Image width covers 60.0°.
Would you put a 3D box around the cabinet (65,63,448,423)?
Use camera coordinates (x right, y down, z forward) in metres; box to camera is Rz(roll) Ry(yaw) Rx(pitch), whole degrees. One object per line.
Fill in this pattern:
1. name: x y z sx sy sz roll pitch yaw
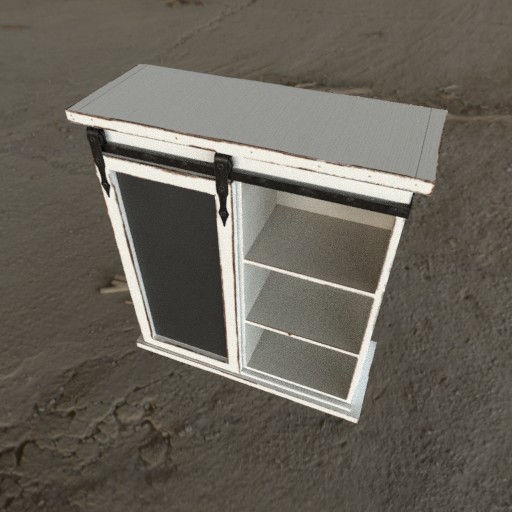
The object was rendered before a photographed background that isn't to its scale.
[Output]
1. cabinet: 0.000 0.000 0.876 0.541 0.603 0.210 15 45 15
